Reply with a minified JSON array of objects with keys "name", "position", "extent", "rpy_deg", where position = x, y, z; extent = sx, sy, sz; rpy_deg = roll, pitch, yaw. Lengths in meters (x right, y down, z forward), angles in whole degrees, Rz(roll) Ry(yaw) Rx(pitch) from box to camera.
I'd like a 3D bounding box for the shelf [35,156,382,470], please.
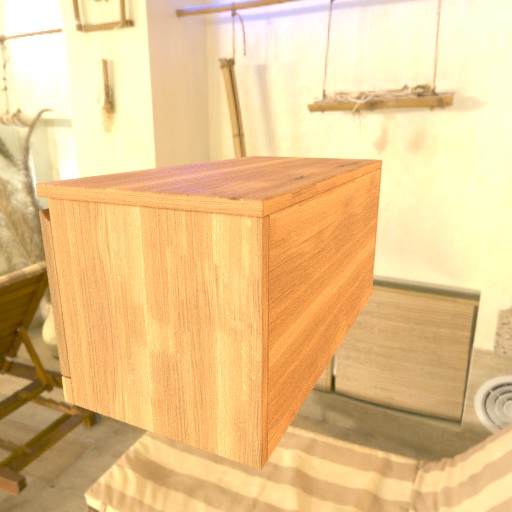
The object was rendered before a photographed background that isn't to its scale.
[{"name":"shelf","position":[0.000,0.000,1.025],"extent":[0.400,0.400,0.800],"rpy_deg":[8,18,24]}]
